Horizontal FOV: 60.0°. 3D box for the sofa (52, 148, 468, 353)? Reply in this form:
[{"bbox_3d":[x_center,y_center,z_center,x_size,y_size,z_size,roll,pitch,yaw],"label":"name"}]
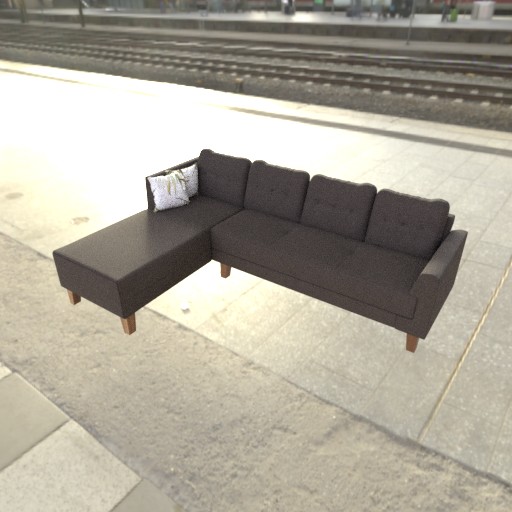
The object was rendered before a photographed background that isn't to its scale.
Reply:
[{"bbox_3d":[0.000,0.000,3.483,2.679,0.932,1.829,19,35,29],"label":"sofa"}]
